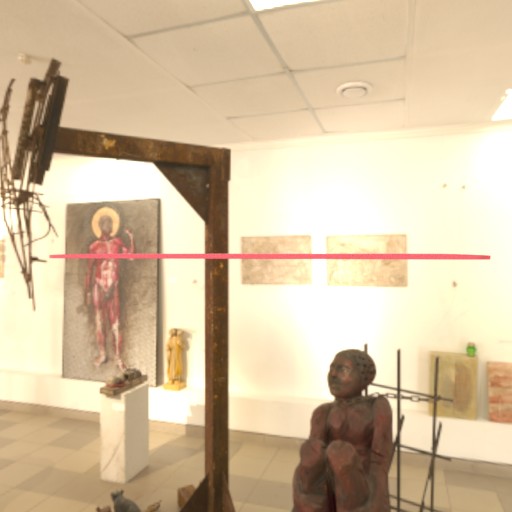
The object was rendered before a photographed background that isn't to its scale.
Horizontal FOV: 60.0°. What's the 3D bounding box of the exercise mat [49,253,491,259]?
[{"bbox_3d":[0.000,0.000,2.065,1.884,0.021,0.616,0,0,17],"label":"exercise mat"}]
